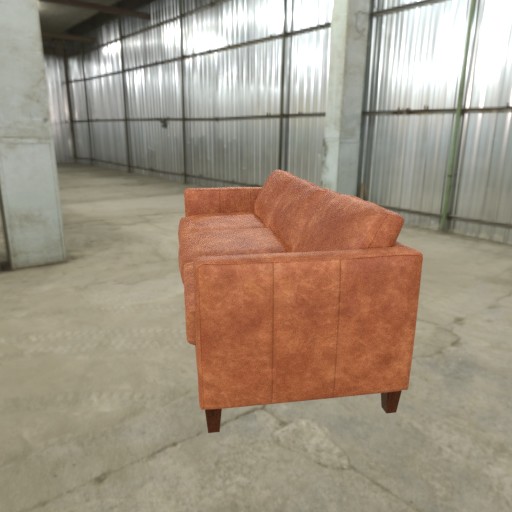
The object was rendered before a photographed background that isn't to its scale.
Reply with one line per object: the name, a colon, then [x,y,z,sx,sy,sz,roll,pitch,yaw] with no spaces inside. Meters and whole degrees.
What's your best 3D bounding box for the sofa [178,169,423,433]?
sofa: [0.000,0.000,3.031,1.045,1.006,2.464,-3,16,-9]
